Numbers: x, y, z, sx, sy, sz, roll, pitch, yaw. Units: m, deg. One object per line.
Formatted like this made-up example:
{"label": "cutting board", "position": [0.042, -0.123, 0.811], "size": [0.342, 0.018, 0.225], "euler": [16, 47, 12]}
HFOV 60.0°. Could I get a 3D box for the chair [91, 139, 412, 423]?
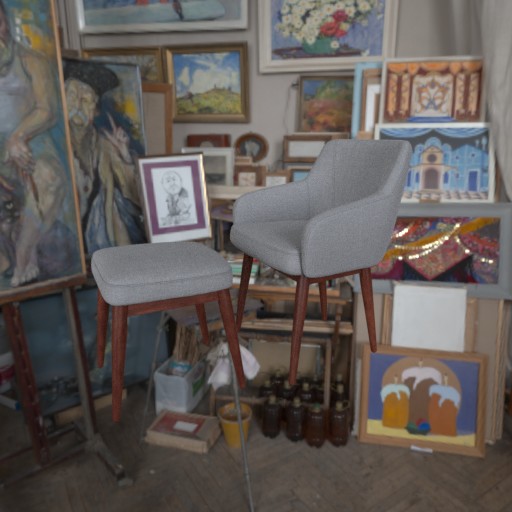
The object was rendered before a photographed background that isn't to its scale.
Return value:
{"label": "chair", "position": [0.000, 0.000, 1.583], "size": [1.107, 0.799, 0.584], "euler": [-7, 17, -25]}
